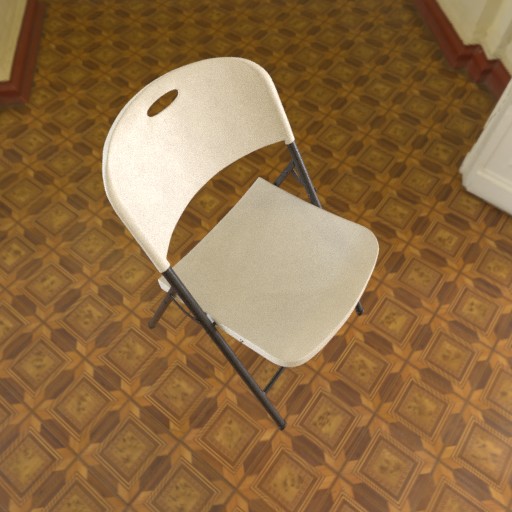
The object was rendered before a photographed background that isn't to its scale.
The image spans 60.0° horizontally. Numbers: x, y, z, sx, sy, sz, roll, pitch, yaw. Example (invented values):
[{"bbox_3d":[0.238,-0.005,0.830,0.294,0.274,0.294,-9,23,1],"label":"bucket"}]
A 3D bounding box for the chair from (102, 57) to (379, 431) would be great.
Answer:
[{"bbox_3d":[0.000,0.000,1.163,0.566,0.810,0.494,33,64,18],"label":"chair"}]
